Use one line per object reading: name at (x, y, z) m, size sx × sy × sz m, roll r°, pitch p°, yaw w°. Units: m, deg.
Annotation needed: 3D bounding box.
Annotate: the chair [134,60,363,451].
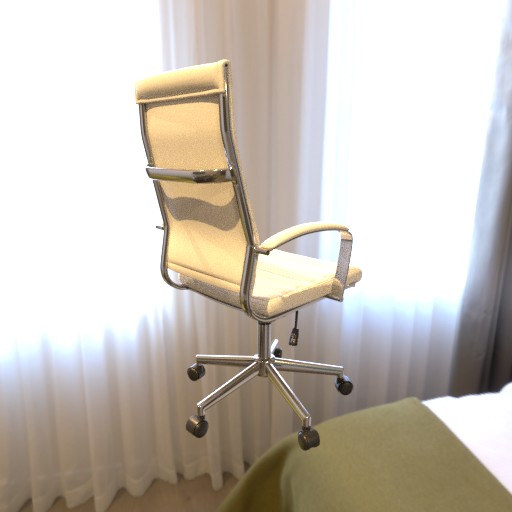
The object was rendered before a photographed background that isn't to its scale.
chair at (0.000, 0.000, 1.548) m, size 0.679 × 1.149 × 0.679 m, roll -13°, pitch 19°, yaw -42°
